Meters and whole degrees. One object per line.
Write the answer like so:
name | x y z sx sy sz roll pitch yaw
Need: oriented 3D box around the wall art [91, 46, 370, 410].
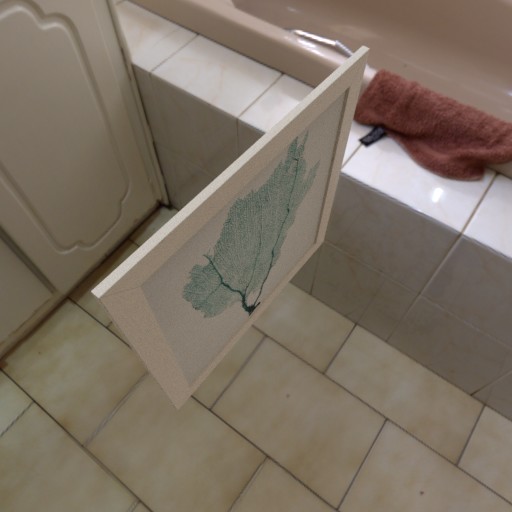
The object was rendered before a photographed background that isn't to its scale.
wall art | 0.000 0.000 0.852 0.015 0.577 0.572 35 65 19
